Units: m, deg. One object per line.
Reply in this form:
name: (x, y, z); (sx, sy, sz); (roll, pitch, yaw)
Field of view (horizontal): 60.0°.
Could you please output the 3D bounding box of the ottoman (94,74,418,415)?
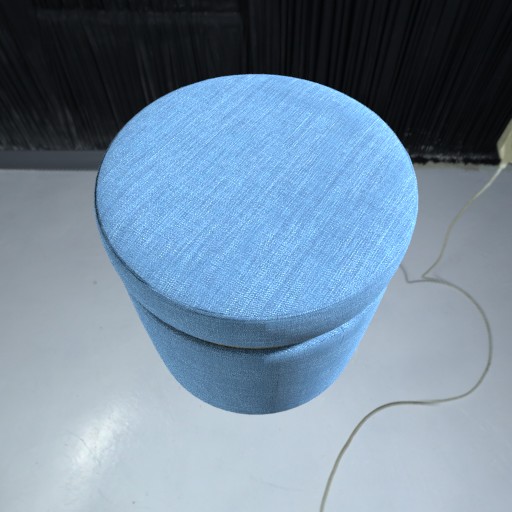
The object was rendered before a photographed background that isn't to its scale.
ottoman: (0.000, 0.000, 0.698); (0.398, 0.406, 0.398); (0, 57, 0)
